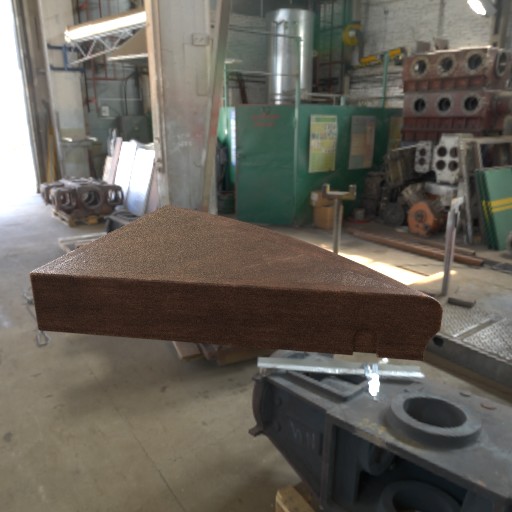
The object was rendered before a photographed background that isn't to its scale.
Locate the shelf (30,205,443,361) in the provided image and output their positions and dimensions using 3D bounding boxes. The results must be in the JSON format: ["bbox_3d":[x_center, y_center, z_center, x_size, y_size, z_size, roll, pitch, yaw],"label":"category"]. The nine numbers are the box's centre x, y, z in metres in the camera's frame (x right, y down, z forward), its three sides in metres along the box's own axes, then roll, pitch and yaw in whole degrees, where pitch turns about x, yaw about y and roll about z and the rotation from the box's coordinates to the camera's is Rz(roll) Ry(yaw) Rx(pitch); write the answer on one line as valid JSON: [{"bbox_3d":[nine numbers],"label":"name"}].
[{"bbox_3d":[0.000,0.000,0.475,0.310,0.050,0.310,3,17,9],"label":"shelf"}]
